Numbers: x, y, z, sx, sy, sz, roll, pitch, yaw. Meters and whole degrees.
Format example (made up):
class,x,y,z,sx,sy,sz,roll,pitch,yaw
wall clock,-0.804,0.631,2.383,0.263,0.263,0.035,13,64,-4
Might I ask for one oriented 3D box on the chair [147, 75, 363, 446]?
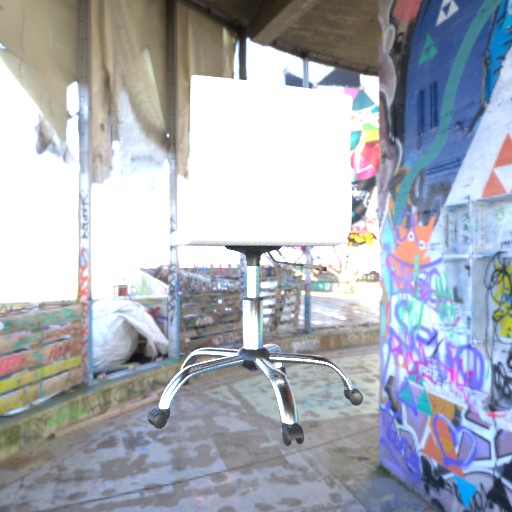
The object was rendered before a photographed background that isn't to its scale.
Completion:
class,x,y,z,sx,sy,sz,roll,pitch,yaw
chair,0.000,0.000,1.151,0.556,0.780,0.530,0,0,-18
